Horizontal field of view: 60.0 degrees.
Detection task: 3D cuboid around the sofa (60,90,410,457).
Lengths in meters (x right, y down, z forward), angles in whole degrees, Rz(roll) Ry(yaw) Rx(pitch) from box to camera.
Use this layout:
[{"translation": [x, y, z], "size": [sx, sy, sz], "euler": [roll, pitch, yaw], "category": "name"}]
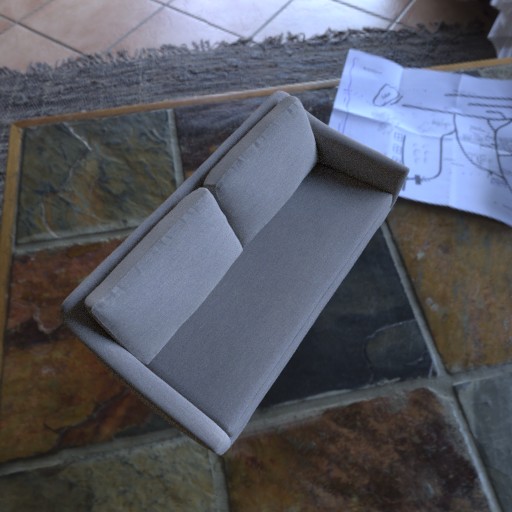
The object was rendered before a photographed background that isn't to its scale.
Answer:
[{"translation": [0.000, 0.000, 2.643], "size": [0.980, 0.913, 2.036], "euler": [31, 64, 17], "category": "sofa"}]
